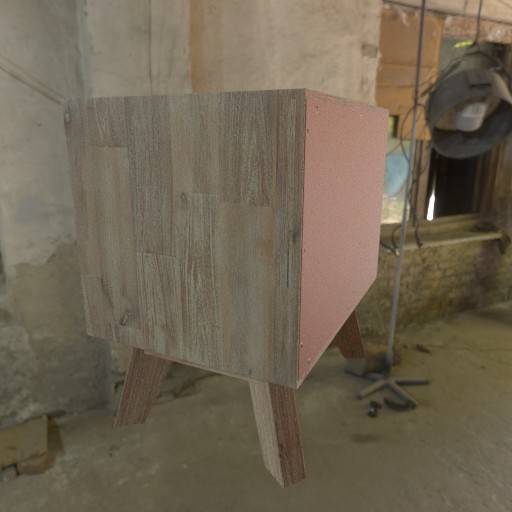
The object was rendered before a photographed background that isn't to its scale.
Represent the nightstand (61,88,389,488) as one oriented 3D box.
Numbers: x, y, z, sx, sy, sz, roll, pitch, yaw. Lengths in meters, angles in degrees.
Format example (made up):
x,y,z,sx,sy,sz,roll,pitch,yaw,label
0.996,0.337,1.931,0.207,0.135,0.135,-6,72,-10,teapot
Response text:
x,y,z,sx,sy,sz,roll,pitch,yaw,label
0.000,0.000,0.914,0.396,0.589,0.552,7,17,25,nightstand
